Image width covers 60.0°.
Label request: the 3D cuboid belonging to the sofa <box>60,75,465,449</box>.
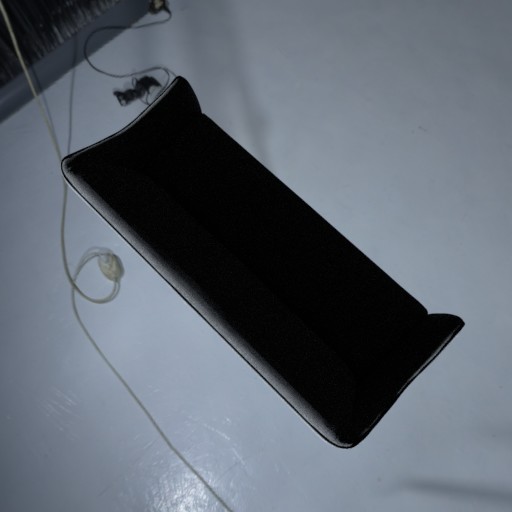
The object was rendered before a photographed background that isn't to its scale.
[{"bbox_3d":[0.000,0.000,2.317,1.928,0.829,0.867,43,79,11],"label":"sofa"}]
